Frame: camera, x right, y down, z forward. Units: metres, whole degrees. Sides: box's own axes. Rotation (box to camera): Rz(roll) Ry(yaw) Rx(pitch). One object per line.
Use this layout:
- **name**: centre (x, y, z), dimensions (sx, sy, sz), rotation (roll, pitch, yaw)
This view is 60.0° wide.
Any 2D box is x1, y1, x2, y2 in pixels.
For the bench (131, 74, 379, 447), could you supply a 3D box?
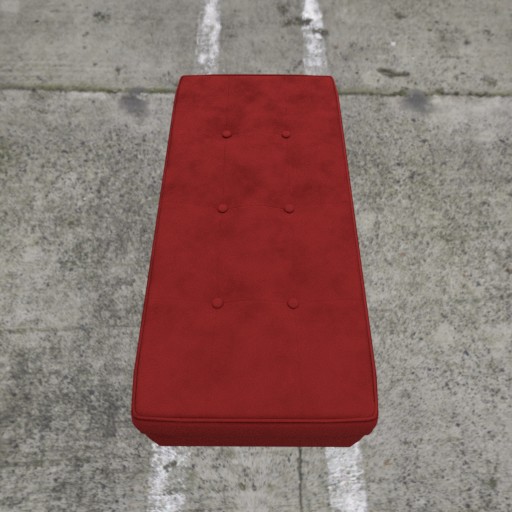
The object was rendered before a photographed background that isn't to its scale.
- **bench**: centre (0.000, 0.000, 1.272), dimensions (0.492, 0.471, 1.016), rotation (0, 59, 0)
